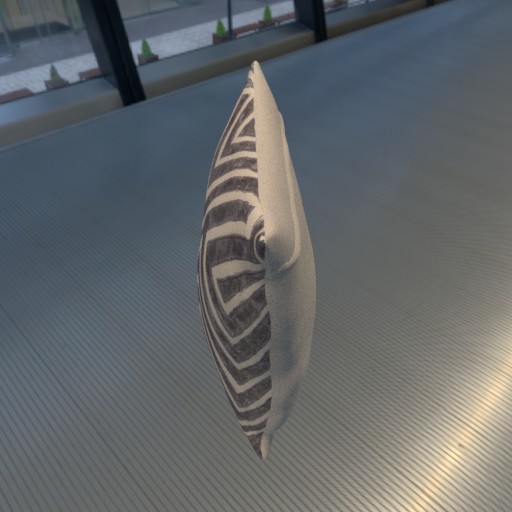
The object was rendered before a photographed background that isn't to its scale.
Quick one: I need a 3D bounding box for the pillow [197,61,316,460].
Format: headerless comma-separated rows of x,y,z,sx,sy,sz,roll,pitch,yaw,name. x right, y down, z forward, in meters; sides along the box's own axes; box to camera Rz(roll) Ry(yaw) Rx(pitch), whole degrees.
0.000,0.000,0.677,0.182,0.441,0.440,-1,42,-1,pillow
